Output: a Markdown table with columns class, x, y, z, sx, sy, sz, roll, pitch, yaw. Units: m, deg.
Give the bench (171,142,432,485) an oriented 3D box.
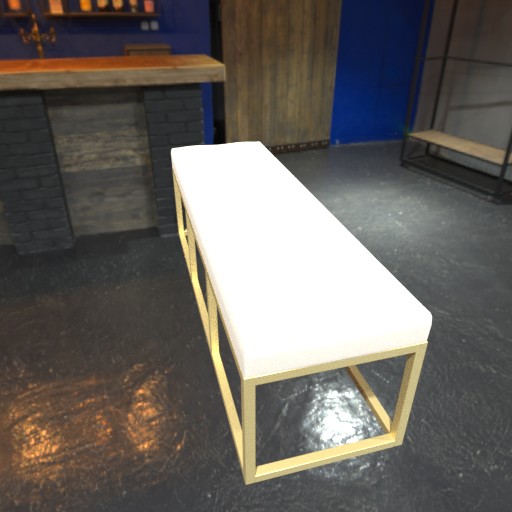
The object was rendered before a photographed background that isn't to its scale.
| class | x | y | z | sx | sy | sz | roll | pitch | yaw |
| --- | --- | --- | --- | --- | --- | --- | --- | --- | --- |
| bench | 0.000 | 0.000 | 1.695 | 0.457 | 0.484 | 1.473 | -8 | 31 | -13 |
